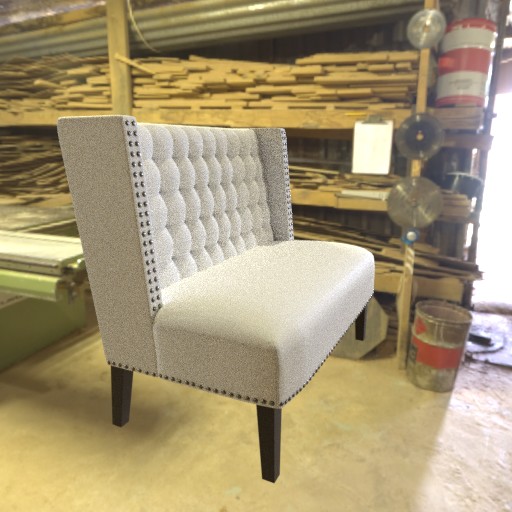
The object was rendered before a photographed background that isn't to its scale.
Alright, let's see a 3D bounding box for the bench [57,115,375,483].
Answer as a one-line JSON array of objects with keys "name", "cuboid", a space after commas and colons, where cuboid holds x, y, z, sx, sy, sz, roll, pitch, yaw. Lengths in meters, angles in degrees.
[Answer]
[{"name": "bench", "cuboid": [0.000, 0.000, 1.947, 0.847, 1.123, 1.280, 7, 16, 26]}]
